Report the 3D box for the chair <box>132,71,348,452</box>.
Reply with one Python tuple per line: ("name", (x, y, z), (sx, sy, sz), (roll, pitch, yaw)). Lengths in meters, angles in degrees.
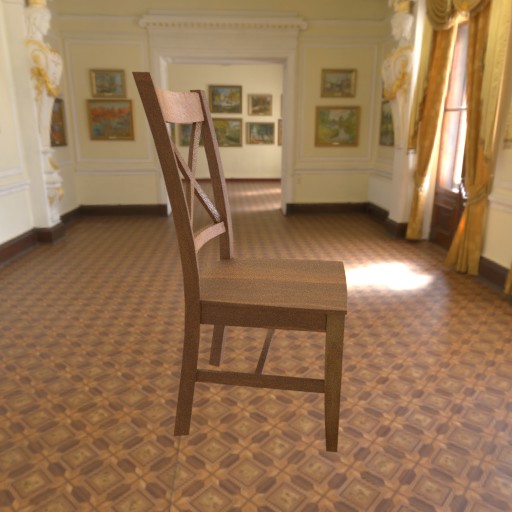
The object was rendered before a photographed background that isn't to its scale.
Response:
("chair", (0.000, 0.000, 1.333), (0.542, 0.983, 0.485), (2, 16, 9))
